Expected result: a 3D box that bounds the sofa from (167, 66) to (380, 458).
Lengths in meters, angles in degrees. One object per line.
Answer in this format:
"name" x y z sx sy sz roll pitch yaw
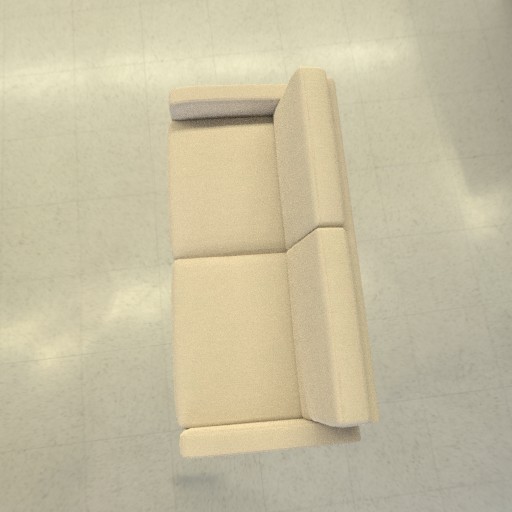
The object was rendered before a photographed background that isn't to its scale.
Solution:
"sofa" 0.000 0.000 2.246 0.894 0.831 1.808 -4 76 -1
